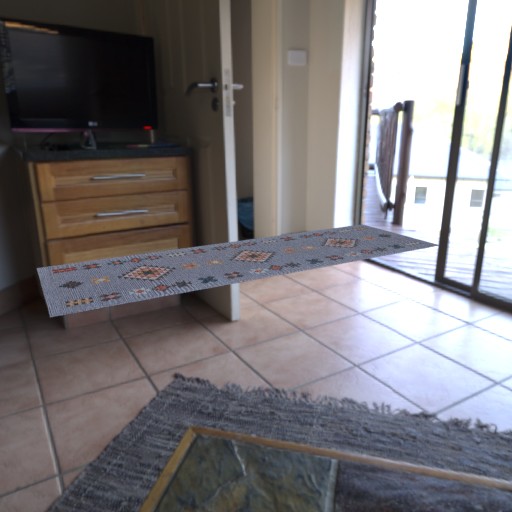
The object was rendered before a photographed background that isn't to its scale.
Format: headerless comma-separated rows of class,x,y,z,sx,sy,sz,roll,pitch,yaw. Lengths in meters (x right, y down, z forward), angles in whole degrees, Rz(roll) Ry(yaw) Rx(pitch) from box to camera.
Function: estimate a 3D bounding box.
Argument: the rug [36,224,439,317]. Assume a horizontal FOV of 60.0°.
rug,0.000,0.000,2.768,2.432,0.008,0.766,-9,18,-28
